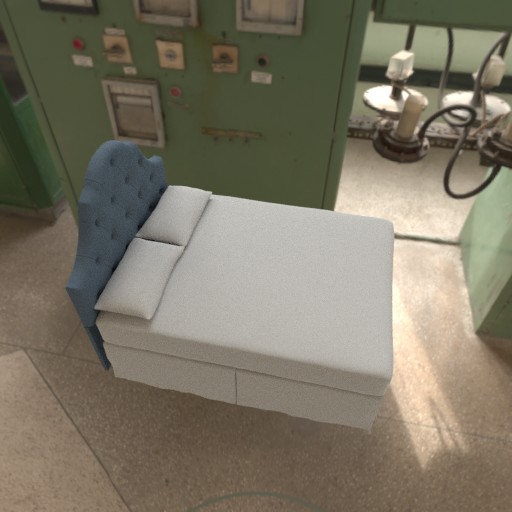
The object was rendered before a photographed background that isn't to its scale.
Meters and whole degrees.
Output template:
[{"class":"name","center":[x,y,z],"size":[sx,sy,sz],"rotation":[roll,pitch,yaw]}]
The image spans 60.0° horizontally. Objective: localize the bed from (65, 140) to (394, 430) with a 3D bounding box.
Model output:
[{"class":"bed","center":[0.000,0.000,3.341],"size":[2.155,1.575,1.636],"rotation":[9,47,9]}]
